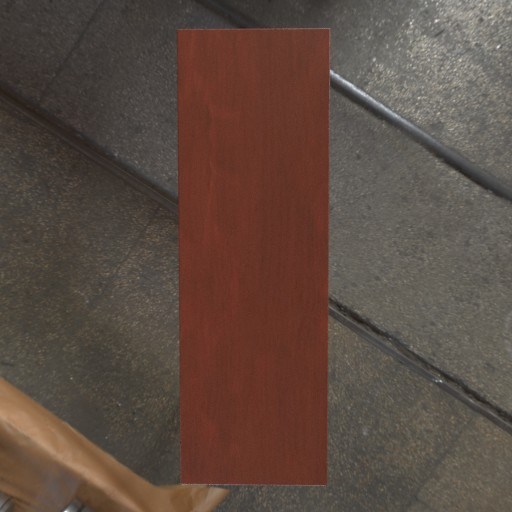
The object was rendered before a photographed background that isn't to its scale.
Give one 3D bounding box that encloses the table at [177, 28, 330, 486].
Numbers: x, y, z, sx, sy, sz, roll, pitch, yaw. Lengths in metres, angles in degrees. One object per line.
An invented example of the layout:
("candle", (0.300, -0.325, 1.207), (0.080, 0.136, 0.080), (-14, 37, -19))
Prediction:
("table", (0.000, 0.000, 1.518), (0.392, 0.739, 1.188), (0, 93, 1))
